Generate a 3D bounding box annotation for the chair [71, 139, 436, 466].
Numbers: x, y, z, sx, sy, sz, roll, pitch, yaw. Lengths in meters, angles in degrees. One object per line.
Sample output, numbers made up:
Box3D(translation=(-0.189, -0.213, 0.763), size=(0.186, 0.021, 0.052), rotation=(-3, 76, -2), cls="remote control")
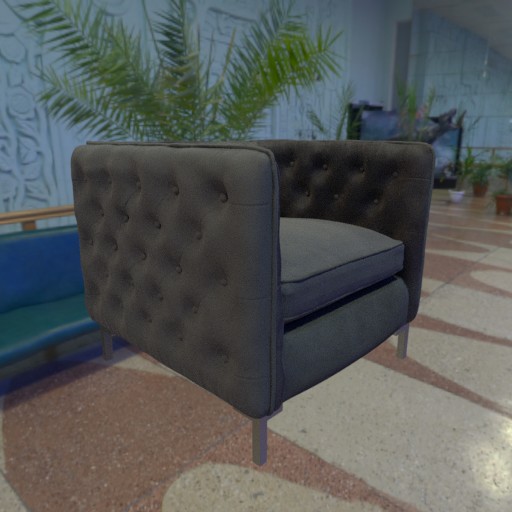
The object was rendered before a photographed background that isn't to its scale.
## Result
Box3D(translation=(0.000, 0.000, 1.601), size=(0.913, 0.807, 0.946), rotation=(15, 21, 42), cls="chair")
